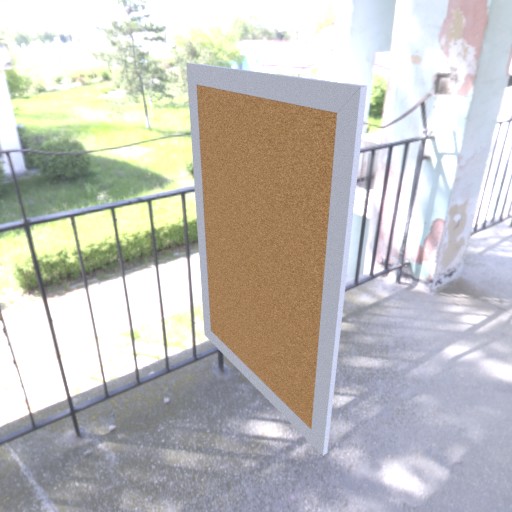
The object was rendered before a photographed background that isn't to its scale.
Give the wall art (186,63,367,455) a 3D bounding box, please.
[{"bbox_3d":[0.000,0.000,0.855,0.011,0.659,0.454,-18,33,-31],"label":"wall art"}]
